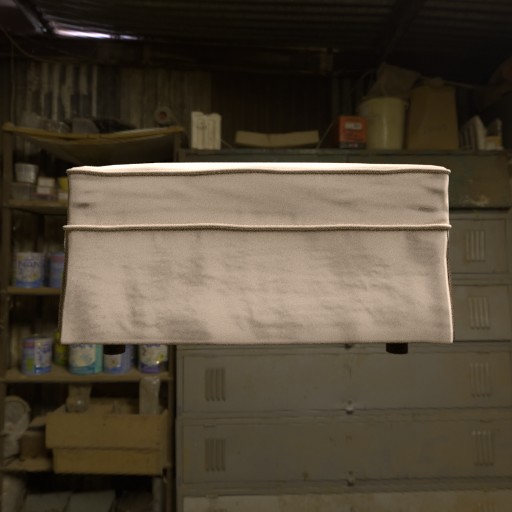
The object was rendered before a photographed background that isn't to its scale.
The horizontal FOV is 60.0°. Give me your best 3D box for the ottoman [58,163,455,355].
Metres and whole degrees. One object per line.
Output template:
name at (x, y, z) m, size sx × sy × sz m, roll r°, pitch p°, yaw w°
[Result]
ottoman at (0.000, 0.000, 1.336) m, size 0.944 × 0.479 × 0.703 m, roll 0°, pitch -1°, yaw -1°
